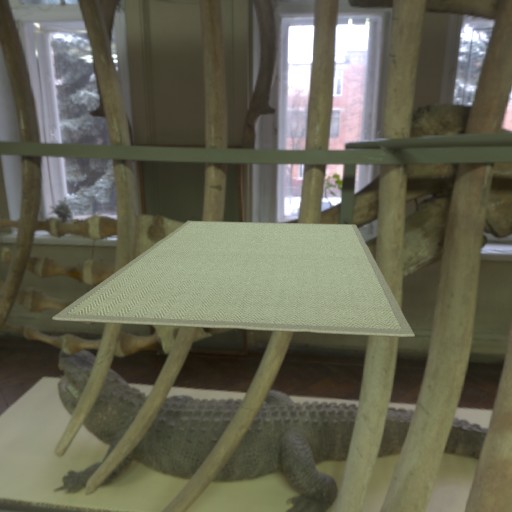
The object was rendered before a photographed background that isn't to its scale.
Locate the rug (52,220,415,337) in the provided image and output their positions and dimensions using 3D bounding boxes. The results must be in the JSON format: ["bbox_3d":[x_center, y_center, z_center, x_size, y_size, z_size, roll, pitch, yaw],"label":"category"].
[{"bbox_3d":[0.000,0.000,2.948,1.540,0.021,2.290,2,15,6],"label":"rug"}]
